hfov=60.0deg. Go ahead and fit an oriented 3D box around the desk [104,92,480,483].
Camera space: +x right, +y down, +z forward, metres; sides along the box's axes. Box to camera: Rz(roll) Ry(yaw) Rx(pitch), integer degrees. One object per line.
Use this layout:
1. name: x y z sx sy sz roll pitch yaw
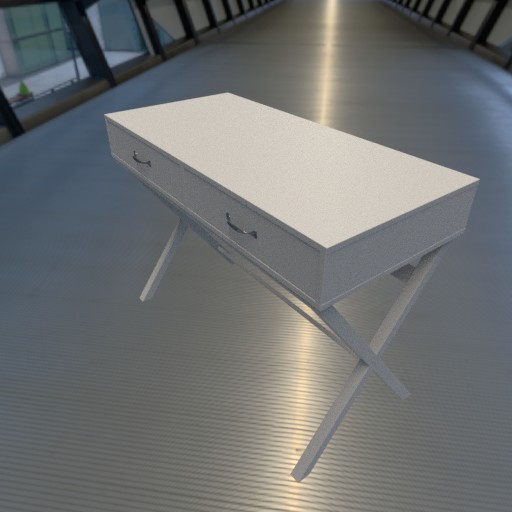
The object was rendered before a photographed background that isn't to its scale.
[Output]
1. desk: 0.000 0.000 1.479 0.525 0.780 1.057 -23 40 -30
